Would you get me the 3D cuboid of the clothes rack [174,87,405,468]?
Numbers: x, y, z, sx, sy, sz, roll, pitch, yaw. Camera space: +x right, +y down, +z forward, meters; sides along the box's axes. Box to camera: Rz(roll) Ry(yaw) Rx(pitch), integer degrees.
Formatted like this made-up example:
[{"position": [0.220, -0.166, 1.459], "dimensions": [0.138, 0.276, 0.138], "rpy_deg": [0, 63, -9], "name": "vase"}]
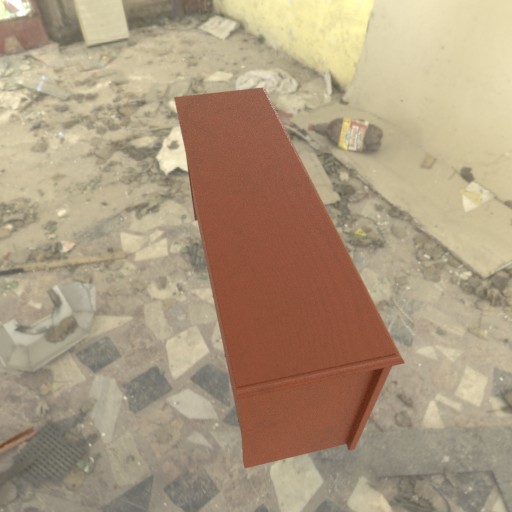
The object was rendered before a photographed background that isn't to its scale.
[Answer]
[{"position": [0.000, 0.000, 1.534], "dimensions": [0.362, 0.594, 1.251], "rpy_deg": [-10, 48, -9], "name": "clothes rack"}]
